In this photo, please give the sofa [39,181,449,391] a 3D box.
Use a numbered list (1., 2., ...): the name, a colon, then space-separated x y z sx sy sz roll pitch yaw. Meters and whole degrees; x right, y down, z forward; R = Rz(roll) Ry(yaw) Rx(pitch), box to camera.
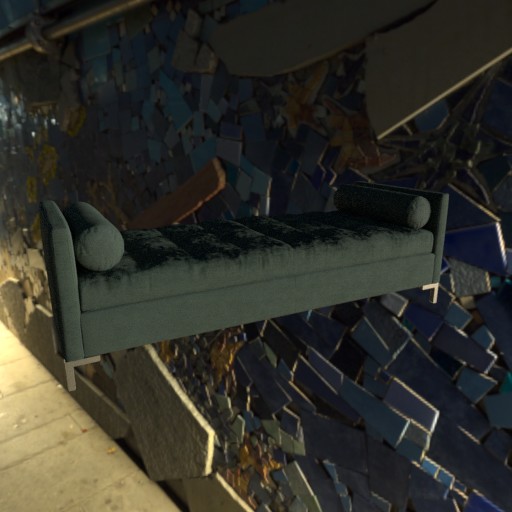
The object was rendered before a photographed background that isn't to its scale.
1. sofa: 0.000 0.000 2.458 2.102 0.657 0.797 -8 17 -26
